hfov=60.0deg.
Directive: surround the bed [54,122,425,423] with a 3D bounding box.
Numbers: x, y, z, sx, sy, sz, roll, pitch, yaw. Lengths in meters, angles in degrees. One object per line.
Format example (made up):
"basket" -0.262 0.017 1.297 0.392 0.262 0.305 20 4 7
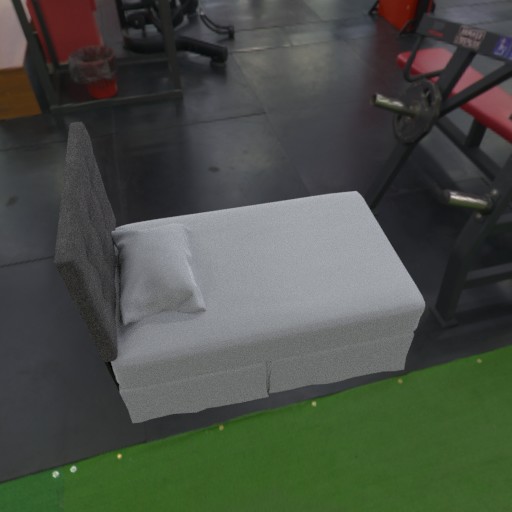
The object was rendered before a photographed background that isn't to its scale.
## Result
"bed" 0.000 0.000 2.913 1.997 1.571 1.261 -9 48 -9
